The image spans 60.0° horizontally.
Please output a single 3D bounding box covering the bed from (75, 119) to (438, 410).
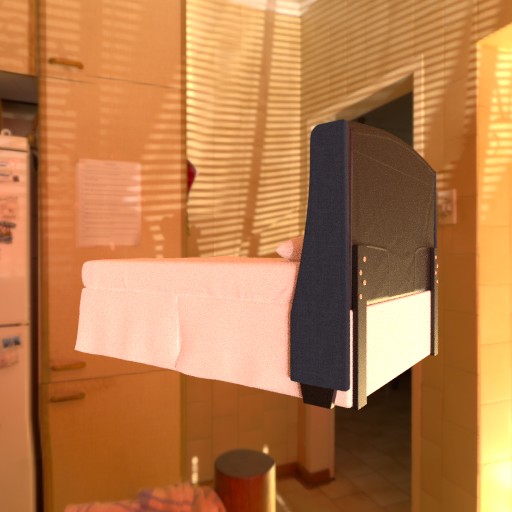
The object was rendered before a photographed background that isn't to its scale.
[{"bbox_3d":[0.000,0.000,3.268,2.223,1.402,1.604,0,0,36],"label":"bed"}]
